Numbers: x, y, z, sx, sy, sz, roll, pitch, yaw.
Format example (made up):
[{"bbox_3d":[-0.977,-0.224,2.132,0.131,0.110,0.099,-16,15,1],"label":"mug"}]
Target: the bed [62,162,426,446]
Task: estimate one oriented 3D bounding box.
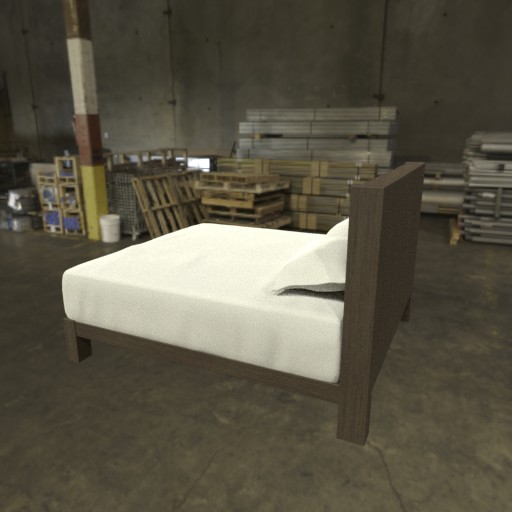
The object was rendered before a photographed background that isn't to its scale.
[{"bbox_3d":[0.000,0.000,3.156,1.992,1.261,1.735,7,17,25],"label":"bed"}]
